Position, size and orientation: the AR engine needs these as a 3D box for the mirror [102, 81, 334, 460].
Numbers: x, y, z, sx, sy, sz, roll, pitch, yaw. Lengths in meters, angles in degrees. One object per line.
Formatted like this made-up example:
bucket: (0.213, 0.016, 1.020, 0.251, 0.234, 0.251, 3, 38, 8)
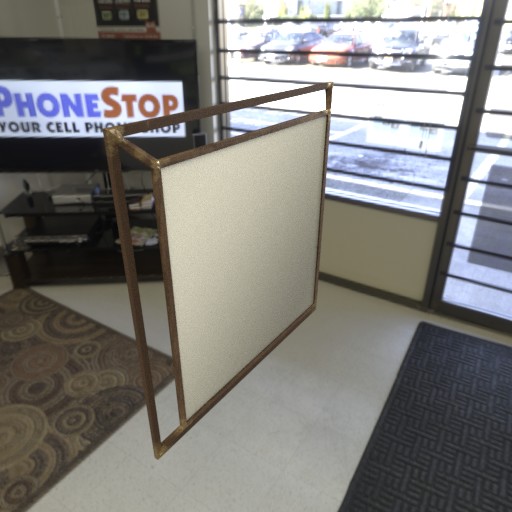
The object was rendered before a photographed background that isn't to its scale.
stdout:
mirror: (0.000, 0.000, 0.905, 0.032, 0.610, 0.610, 19, 33, 31)
